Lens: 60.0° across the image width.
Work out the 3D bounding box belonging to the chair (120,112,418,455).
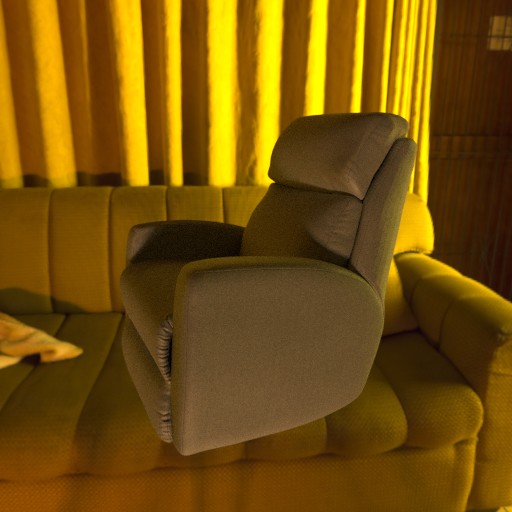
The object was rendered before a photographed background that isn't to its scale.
[{"bbox_3d":[0.000,0.000,1.641,0.940,1.016,0.794,-8,17,-26],"label":"chair"}]
